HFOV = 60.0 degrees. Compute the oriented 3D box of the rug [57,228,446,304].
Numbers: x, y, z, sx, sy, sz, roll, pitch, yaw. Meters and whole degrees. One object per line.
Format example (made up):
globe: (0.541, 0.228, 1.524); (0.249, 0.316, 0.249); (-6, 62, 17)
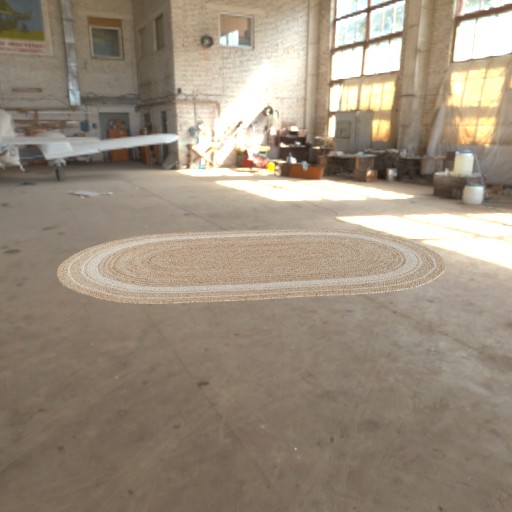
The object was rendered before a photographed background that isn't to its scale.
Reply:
rug: (0.000, 0.000, 2.911); (2.432, 0.006, 1.520); (-2, 16, -8)
